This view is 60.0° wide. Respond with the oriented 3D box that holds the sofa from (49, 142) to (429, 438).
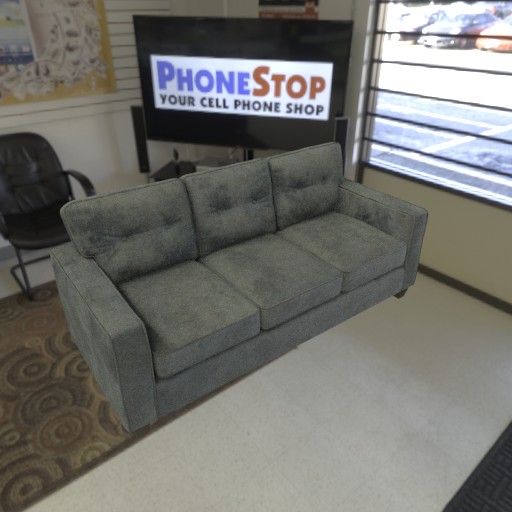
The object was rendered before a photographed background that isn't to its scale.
[{"bbox_3d":[0.000,0.000,2.694,2.133,0.965,0.939,-20,35,-31],"label":"sofa"}]
